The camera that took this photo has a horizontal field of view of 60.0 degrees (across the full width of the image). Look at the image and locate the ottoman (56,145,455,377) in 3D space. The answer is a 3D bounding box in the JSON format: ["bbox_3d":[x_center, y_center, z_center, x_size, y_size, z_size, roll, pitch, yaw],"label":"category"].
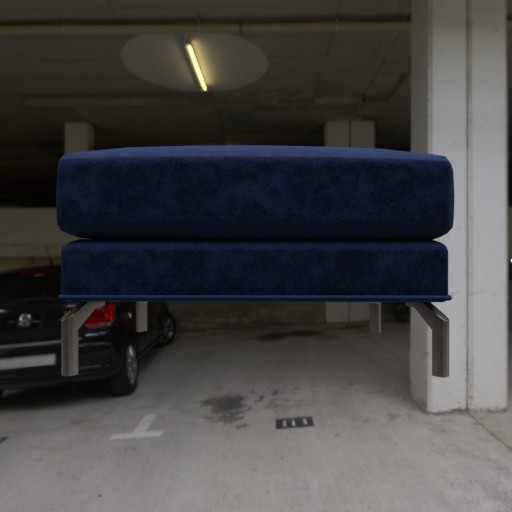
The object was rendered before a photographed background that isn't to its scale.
[{"bbox_3d":[0.000,0.000,1.196,0.835,0.498,0.587,0,0,1],"label":"ottoman"}]
